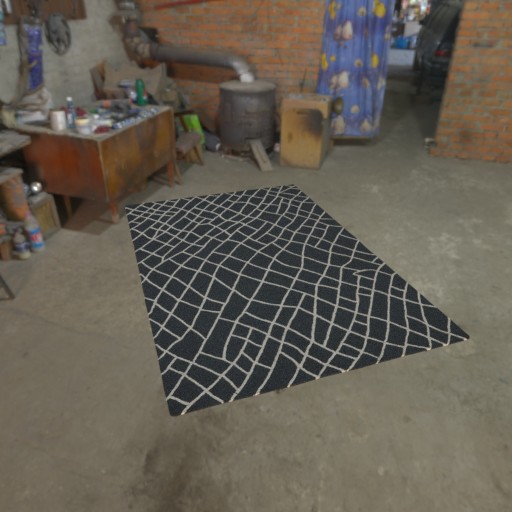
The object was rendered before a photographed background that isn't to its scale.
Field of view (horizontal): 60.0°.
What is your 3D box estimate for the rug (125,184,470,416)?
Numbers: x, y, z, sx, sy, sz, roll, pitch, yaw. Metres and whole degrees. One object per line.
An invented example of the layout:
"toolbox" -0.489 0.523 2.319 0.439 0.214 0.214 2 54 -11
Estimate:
"rug" 0.000 0.000 2.373 1.223 0.013 1.830 -10 31 -16
